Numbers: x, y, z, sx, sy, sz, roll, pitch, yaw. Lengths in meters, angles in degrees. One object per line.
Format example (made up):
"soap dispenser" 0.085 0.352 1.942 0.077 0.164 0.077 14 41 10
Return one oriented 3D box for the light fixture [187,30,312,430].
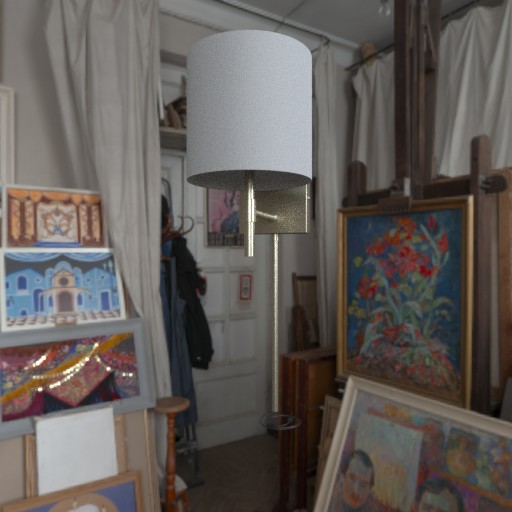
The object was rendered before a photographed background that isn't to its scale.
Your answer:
"light fixture" 0.000 0.000 0.699 0.188 0.589 0.248 0 0 19
